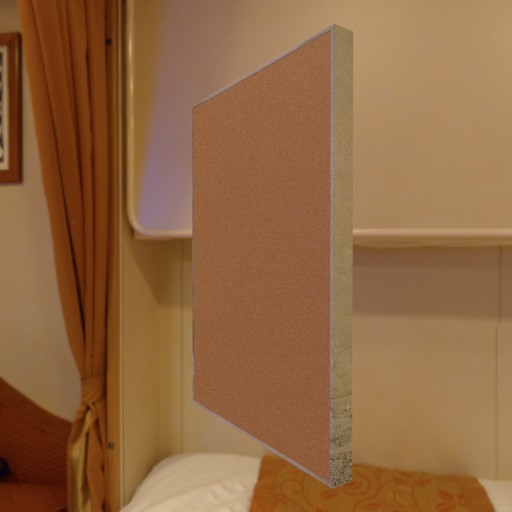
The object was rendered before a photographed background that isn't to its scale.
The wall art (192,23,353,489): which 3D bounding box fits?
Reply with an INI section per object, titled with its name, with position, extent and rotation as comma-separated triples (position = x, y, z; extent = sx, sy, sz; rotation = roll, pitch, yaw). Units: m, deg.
[wall art]
position = 0.000, 0.000, 0.752
extent = 0.036, 0.607, 0.403
rotation = -1, 1, -35
